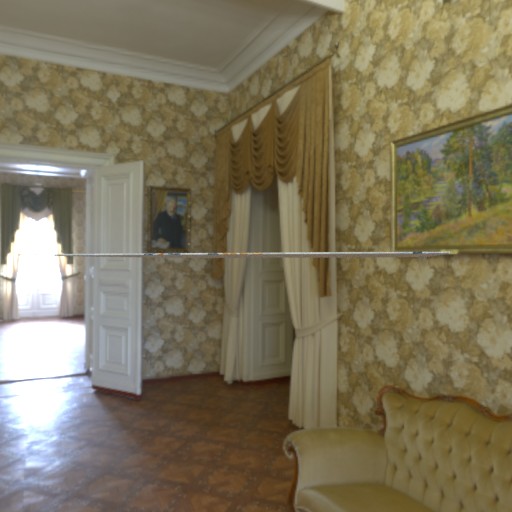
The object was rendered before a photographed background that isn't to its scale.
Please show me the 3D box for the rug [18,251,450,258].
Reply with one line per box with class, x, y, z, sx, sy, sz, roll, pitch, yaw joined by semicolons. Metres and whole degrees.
rug;0.000;0.000;4.071;3.048;0.010;2.439;0;-1;18
